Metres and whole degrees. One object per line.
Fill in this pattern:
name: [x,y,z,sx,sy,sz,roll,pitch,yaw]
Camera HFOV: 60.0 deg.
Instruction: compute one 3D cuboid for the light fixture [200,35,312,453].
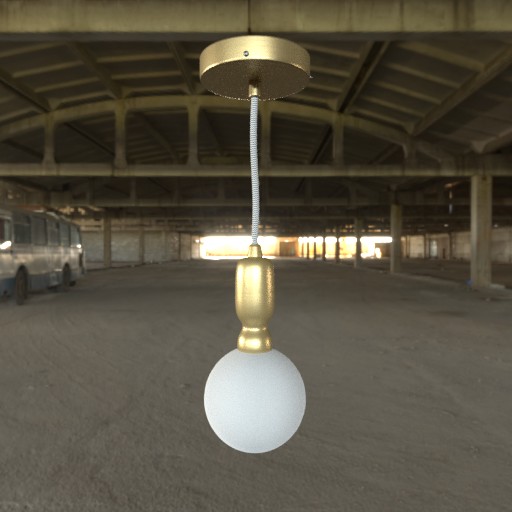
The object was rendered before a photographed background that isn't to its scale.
light fixture: [0.000,0.000,0.584,0.146,0.510,0.147,0,1,1]
